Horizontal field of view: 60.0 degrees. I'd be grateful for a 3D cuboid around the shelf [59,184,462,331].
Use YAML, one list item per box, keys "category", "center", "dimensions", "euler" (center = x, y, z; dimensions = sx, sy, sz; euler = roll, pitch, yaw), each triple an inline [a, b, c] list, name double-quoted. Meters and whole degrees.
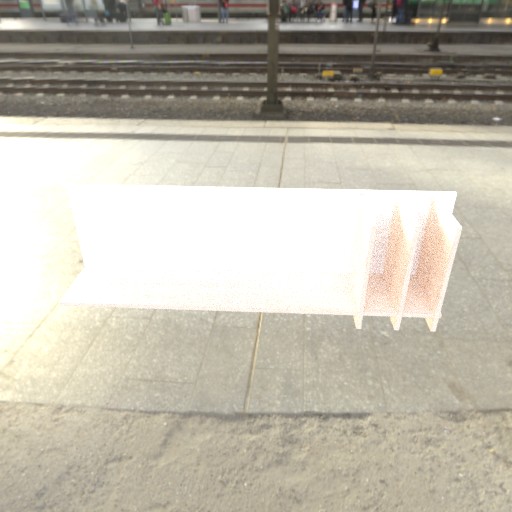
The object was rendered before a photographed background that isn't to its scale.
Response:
- category: "shelf"
  center: [0.000, 0.000, 1.155]
  dimensions: [1.020, 0.300, 0.200]
  euler: [2, 30, 3]
